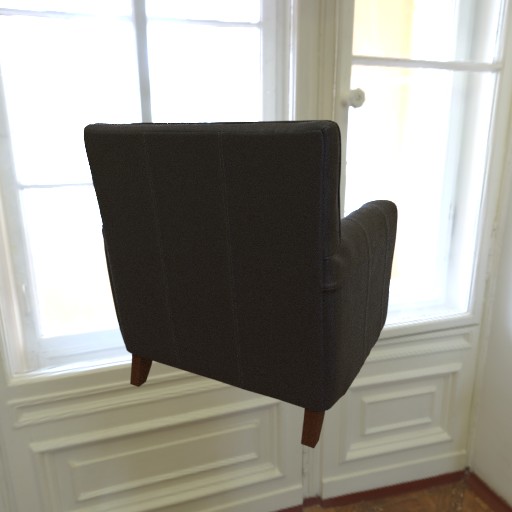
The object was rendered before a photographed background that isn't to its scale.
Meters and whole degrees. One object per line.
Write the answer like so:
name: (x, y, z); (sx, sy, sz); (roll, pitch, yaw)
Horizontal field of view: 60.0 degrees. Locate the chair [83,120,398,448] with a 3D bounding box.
chair: (0.000, 0.000, 1.644); (0.870, 0.943, 0.825); (8, 18, 27)
